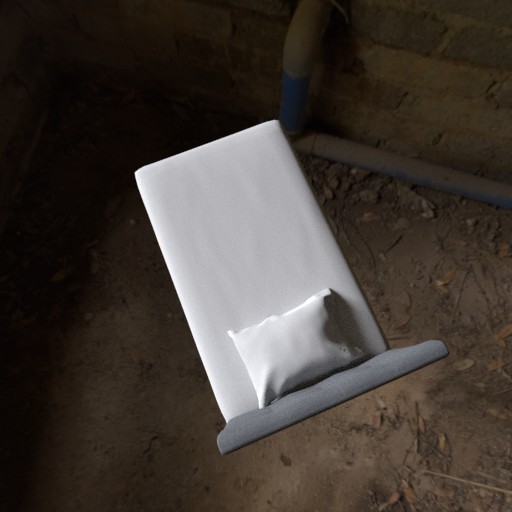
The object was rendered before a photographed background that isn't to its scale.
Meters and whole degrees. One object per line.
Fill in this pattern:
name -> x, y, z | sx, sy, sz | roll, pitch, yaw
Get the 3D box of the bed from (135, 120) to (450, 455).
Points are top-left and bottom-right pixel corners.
bed -> 0.000, 0.000, 2.972 | 1.261, 1.571, 1.997 | -22, 75, -6
